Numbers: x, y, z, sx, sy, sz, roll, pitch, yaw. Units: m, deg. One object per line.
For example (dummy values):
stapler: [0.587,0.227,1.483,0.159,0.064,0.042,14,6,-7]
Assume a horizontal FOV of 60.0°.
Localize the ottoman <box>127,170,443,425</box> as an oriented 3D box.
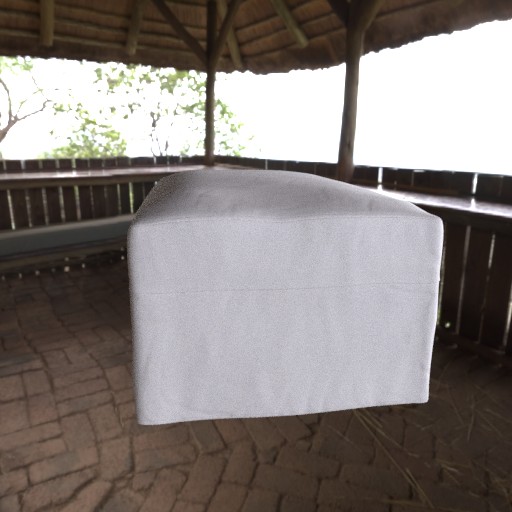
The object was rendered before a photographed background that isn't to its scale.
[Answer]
ottoman: [0.000,0.000,1.202,0.590,0.444,0.872,-2,15,-8]
